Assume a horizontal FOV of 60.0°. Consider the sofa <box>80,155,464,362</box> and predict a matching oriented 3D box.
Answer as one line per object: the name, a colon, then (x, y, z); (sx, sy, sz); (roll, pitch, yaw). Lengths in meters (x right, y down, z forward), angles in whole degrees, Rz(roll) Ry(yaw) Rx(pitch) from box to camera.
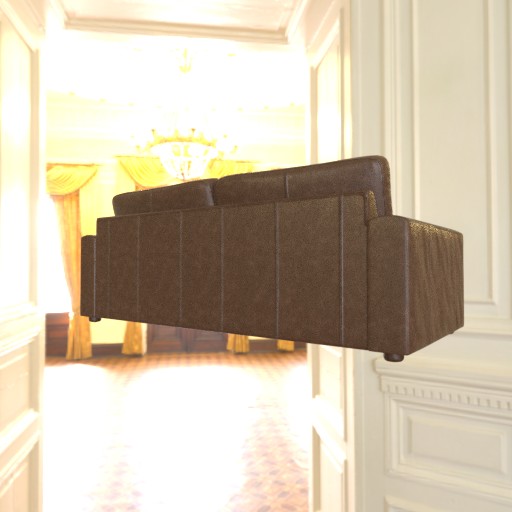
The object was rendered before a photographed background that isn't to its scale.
sofa: (0.000, 0.000, 2.722); (2.179, 0.873, 1.016); (-1, -1, 36)
